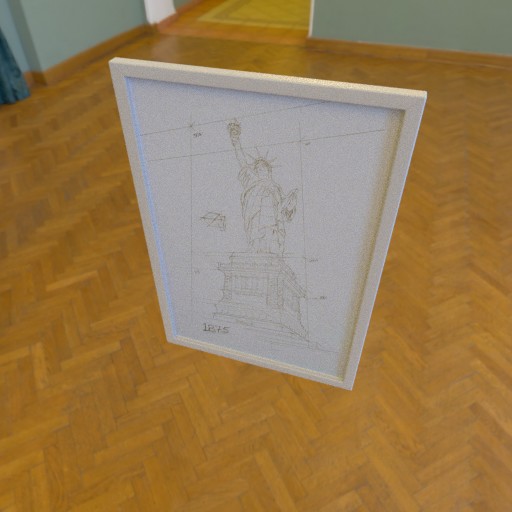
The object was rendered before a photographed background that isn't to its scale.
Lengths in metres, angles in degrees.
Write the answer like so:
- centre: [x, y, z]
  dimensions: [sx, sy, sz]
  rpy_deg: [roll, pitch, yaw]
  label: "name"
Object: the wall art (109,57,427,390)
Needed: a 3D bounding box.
- centre: [0.000, 0.000, 1.017]
  dimensions: [0.556, 0.813, 0.026]
  rpy_deg: [12, 43, 13]
  label: "wall art"
